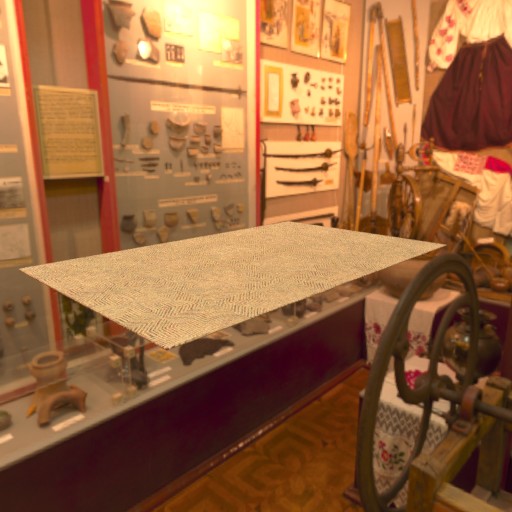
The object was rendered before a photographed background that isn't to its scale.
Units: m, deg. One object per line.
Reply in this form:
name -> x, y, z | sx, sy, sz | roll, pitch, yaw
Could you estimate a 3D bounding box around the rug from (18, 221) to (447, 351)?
rug -> 0.000, 0.000, 2.913 | 1.519, 0.007, 2.428 | 13, 19, 43
